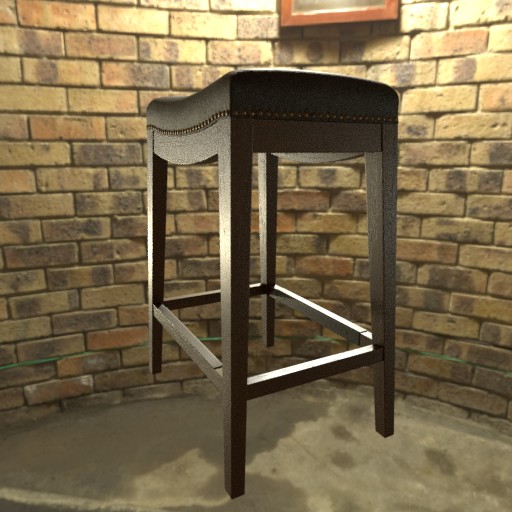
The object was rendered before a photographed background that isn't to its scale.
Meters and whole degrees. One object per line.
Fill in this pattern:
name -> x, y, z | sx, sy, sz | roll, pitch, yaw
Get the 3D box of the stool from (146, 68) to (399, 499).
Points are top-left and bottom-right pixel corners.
stool -> 0.000, 0.000, 0.924 | 0.353, 0.664, 0.490 | -7, 15, -27
